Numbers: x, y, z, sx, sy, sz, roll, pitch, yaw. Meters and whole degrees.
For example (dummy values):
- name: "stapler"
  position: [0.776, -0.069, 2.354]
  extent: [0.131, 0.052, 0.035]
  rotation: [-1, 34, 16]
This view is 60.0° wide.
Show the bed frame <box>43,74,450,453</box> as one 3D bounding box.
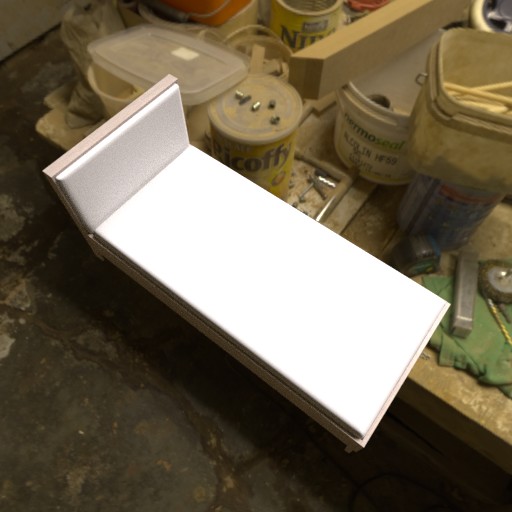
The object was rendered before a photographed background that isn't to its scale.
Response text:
- name: "bed frame"
  position: [0.000, 0.000, 2.652]
  extent: [2.140, 0.920, 0.990]
  rotation: [34, 66, 18]
